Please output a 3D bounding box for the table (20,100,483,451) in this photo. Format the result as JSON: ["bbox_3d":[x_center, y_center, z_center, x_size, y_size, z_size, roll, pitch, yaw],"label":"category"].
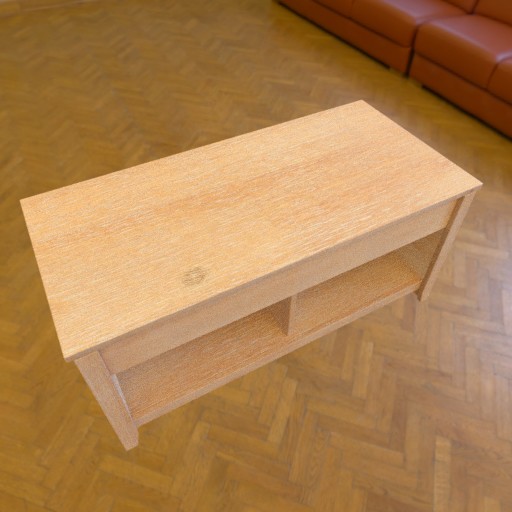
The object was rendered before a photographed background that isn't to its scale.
[{"bbox_3d":[0.000,0.000,1.240,1.016,0.457,0.483,-22,51,-19],"label":"table"}]
